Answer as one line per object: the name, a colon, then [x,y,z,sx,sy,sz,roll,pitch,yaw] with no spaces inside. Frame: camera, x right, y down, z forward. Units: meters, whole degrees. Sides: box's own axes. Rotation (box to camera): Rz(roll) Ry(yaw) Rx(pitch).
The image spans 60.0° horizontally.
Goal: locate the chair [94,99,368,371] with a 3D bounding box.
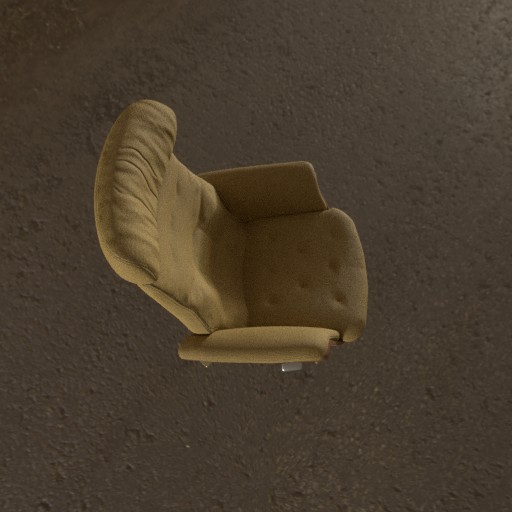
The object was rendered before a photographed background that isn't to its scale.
chair: [0.000,0.000,1.552,0.837,0.995,0.785,0,62,0]
